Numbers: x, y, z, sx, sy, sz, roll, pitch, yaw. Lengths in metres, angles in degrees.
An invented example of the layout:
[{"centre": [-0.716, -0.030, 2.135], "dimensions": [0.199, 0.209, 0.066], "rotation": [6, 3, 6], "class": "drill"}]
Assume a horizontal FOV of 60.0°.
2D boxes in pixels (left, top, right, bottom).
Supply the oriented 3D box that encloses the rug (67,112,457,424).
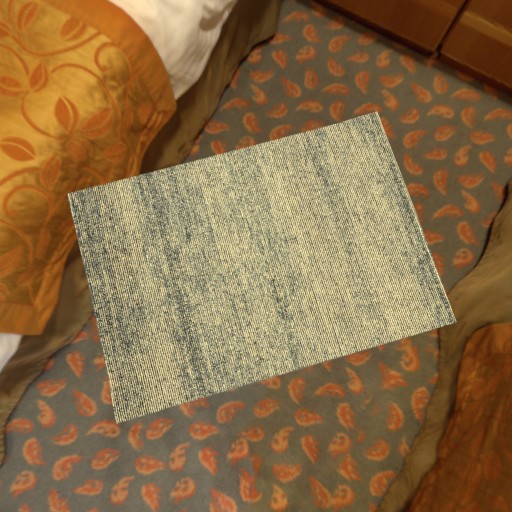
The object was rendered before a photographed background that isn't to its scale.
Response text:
[{"centre": [0.000, 0.000, 3.064], "dimensions": [2.349, 0.030, 1.624], "rotation": [-16, 78, -3], "class": "rug"}]
